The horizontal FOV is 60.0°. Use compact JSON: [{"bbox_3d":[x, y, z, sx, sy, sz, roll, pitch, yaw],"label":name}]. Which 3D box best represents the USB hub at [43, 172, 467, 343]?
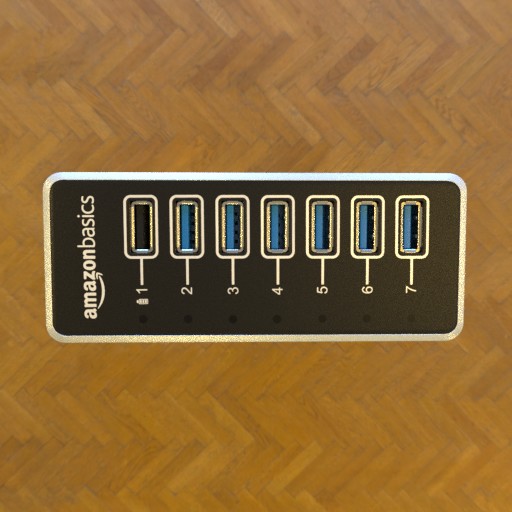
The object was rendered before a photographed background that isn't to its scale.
[{"bbox_3d":[0.000,0.000,0.126,0.110,0.023,0.044,0,93,-1],"label":"USB hub"}]
